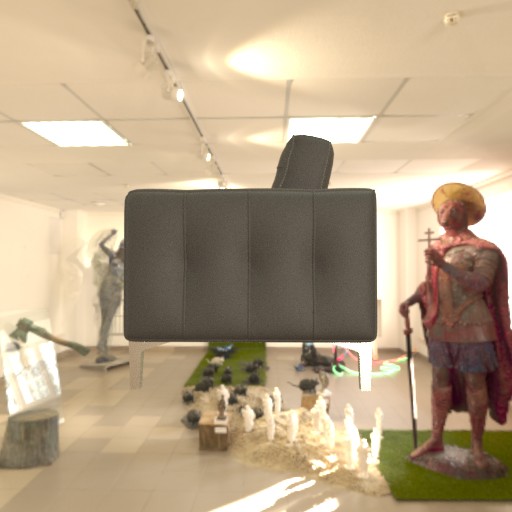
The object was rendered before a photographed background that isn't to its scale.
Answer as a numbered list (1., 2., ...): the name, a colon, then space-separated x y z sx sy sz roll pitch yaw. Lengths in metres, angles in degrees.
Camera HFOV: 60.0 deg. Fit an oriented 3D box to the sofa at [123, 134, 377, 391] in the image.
1. sofa: 0.000 0.000 2.249 0.833 0.893 1.726 0 -1 1
